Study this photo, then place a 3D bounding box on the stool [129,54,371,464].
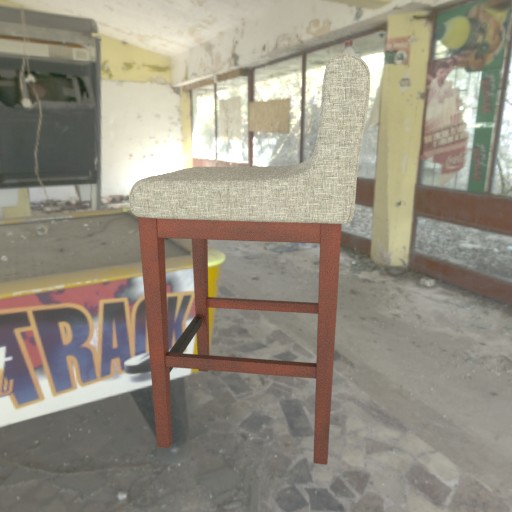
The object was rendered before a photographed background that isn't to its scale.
[{"bbox_3d":[0.000,0.000,1.068,0.459,0.835,0.417,2,15,8],"label":"stool"}]
